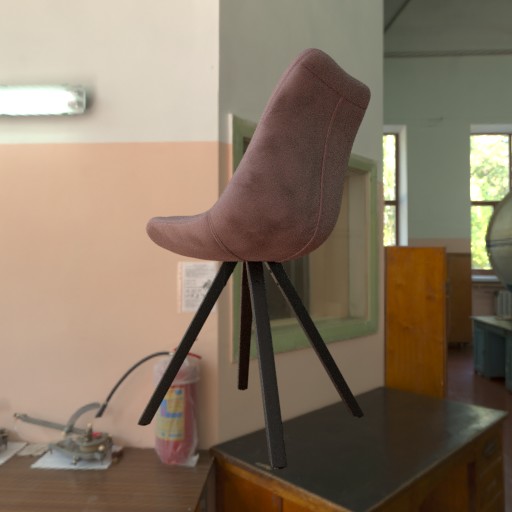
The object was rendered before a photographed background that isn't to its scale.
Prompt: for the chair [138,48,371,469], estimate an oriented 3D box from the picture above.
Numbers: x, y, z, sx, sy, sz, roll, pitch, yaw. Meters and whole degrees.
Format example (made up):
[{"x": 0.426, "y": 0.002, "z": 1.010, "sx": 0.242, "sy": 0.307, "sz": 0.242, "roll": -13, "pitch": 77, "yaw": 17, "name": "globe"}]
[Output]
[{"x": 0.000, "y": 0.000, "z": 1.178, "sx": 0.547, "sy": 0.865, "sz": 0.483, "roll": -1, "pitch": -1, "yaw": 37, "name": "chair"}]
